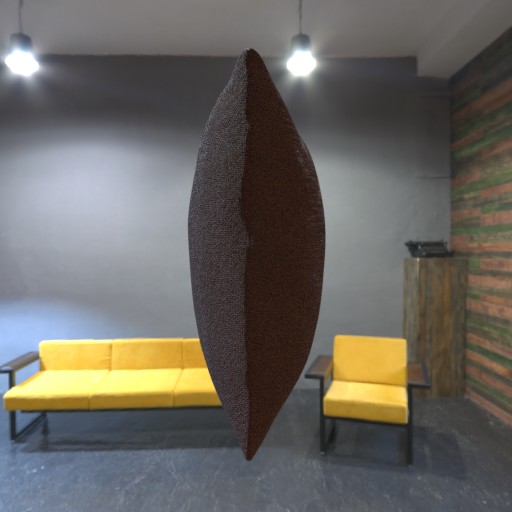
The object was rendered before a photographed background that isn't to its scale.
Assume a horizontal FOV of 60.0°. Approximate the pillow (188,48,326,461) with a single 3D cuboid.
[{"bbox_3d":[0.000,0.000,0.686,0.204,0.439,0.452,0,1,1],"label":"pillow"}]
